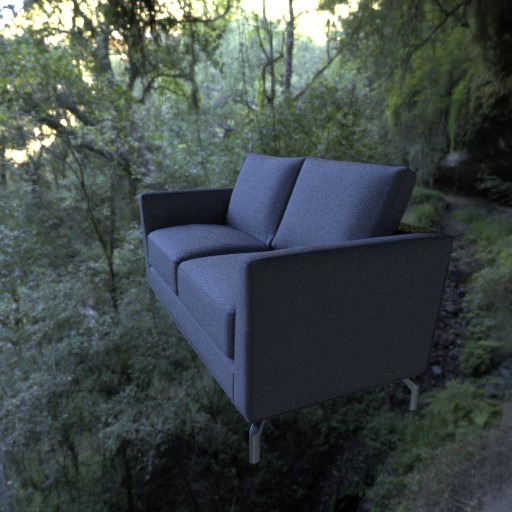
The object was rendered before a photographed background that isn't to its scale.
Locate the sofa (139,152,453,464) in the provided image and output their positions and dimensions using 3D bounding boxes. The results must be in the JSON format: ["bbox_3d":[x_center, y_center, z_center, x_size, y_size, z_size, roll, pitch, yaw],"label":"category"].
[{"bbox_3d":[0.000,0.000,2.129,0.803,0.924,1.594,-7,17,-24],"label":"sofa"}]
